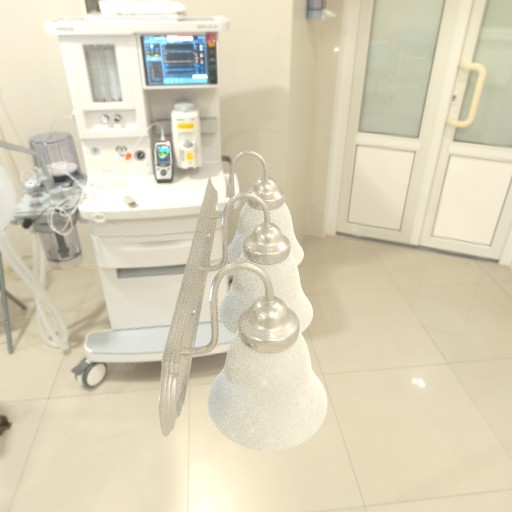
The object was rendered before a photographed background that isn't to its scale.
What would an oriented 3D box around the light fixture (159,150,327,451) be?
[{"bbox_3d":[0.000,0.000,0.718,0.199,0.222,0.610,0,32,0],"label":"light fixture"}]
